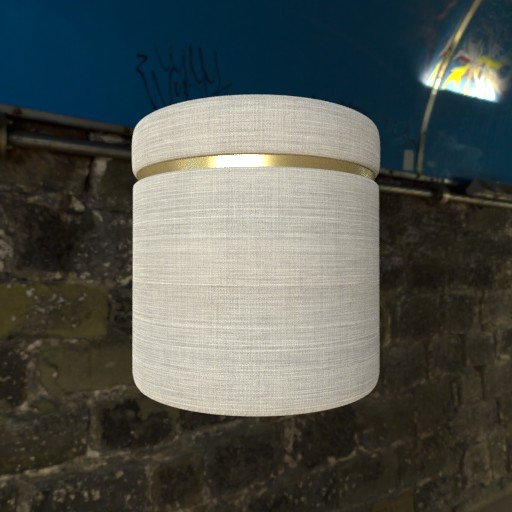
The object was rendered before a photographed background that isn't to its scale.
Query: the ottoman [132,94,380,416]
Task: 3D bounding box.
[{"bbox_3d":[0.000,0.000,0.740,0.400,0.406,0.400,0,-1,0],"label":"ottoman"}]
